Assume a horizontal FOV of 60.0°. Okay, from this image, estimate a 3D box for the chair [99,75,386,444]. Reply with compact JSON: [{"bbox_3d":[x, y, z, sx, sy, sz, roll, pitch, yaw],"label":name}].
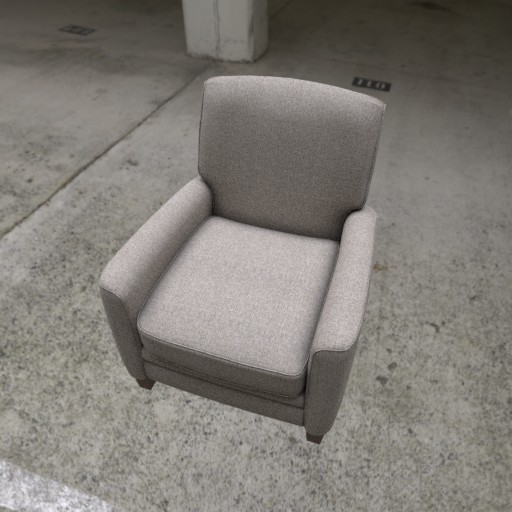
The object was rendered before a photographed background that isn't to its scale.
[{"bbox_3d":[0.000,0.000,1.632,0.848,1.014,0.864,13,44,14],"label":"chair"}]
